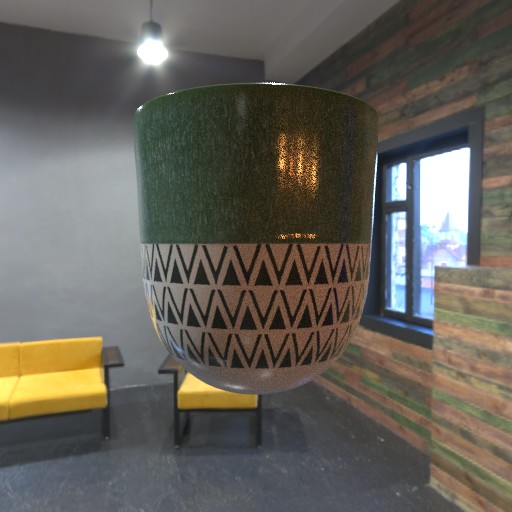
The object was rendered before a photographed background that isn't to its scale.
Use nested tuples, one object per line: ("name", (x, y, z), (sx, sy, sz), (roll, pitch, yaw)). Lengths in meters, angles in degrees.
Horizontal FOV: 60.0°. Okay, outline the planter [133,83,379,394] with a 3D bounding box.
("planter", (0.000, 0.000, 0.367), (0.195, 0.214, 0.195), (0, 1, 0))
